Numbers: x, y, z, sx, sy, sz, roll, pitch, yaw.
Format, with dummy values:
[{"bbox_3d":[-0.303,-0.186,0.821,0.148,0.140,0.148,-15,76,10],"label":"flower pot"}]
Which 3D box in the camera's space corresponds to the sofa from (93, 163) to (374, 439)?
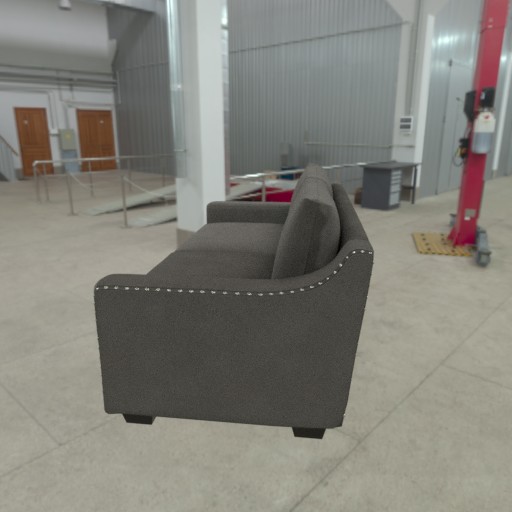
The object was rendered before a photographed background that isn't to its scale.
[{"bbox_3d":[0.000,0.000,3.258,1.336,1.196,2.550,2,16,7],"label":"sofa"}]
